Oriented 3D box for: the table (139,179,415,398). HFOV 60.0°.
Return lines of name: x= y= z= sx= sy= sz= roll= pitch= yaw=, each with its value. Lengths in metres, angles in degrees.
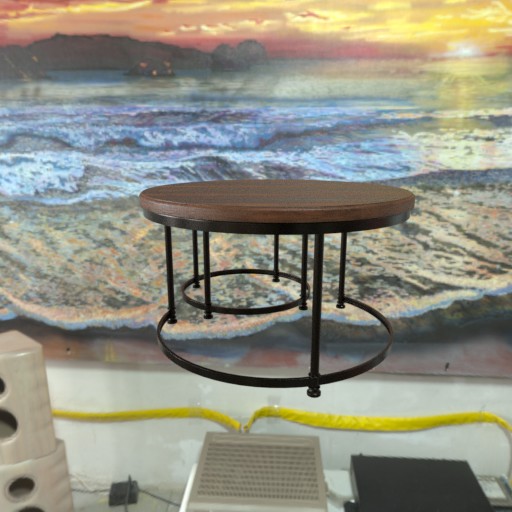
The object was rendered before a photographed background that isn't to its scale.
table: x=0.000 y=0.000 z=1.642 sx=0.870 sy=0.516 sz=1.152 roll=-7 pitch=16 yaw=-26
